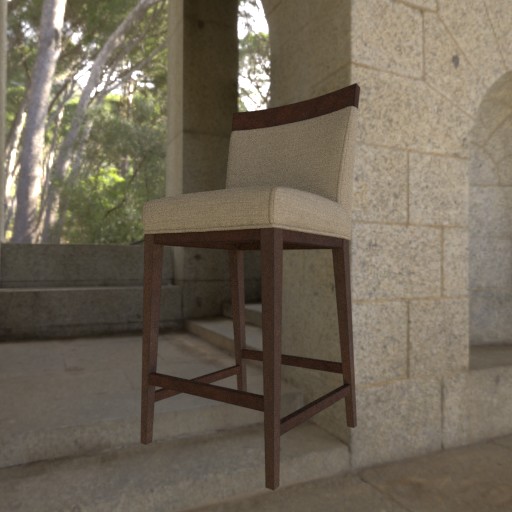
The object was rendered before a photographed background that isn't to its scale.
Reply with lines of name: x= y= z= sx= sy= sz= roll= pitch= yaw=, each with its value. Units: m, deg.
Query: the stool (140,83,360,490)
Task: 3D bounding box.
stool: x=0.000 y=0.000 z=1.402 sx=0.511 sy=1.117 sz=0.531 roll=0 pitch=-1 yaw=35
